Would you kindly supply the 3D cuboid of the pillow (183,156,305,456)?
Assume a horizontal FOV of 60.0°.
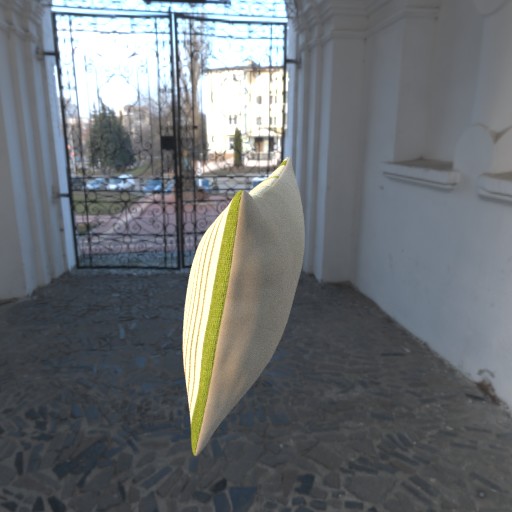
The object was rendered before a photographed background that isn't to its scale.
[{"bbox_3d":[0.000,0.000,0.727,0.156,0.292,0.608,2,15,8],"label":"pillow"}]
